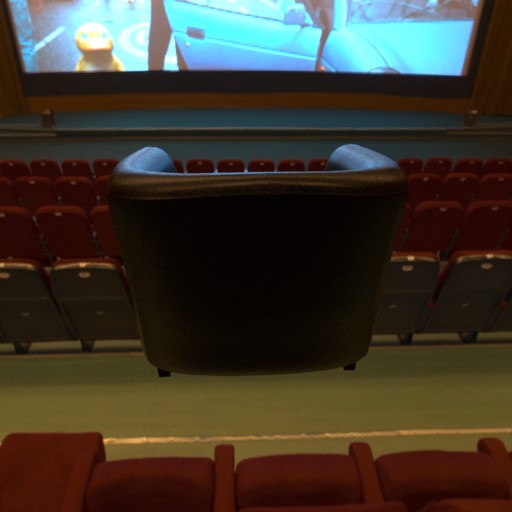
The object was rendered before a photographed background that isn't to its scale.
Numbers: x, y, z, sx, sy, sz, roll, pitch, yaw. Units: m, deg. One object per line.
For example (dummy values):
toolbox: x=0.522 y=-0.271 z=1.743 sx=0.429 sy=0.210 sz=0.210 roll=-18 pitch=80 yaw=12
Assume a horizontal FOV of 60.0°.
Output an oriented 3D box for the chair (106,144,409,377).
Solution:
chair: x=0.000 y=0.000 z=1.389 sx=0.793 sy=0.756 sz=0.727 roll=-1 pitch=29 yaw=-3
